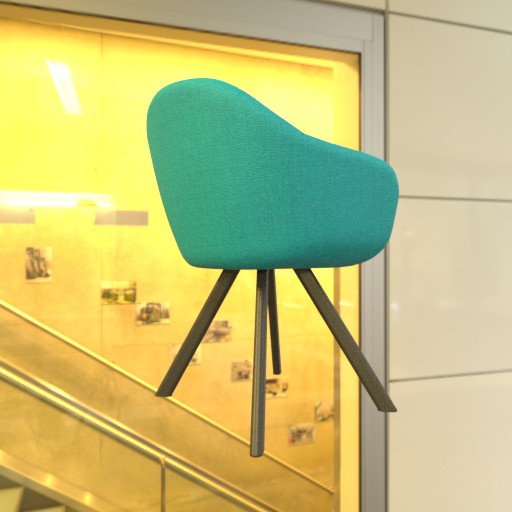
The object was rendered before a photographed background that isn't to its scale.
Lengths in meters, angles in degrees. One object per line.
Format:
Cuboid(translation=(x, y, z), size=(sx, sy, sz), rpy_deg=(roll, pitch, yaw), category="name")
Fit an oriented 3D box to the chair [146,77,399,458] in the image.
Cuboid(translation=(0.000, 0.000, 1.174), size=(0.550, 0.795, 0.590), rpy_deg=(0, 0, -36), category="chair")
